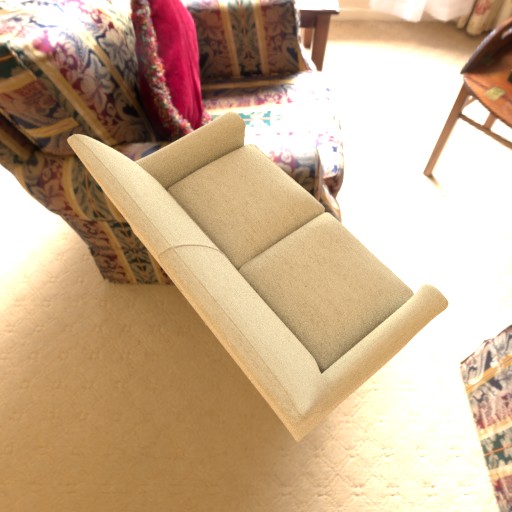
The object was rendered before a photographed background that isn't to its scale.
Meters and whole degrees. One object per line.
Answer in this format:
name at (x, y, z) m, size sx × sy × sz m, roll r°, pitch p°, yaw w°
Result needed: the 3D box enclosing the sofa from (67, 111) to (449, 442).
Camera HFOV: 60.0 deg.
sofa at (0.000, 0.000, 2.067) m, size 0.891 × 0.892 × 1.482 m, roll -33°, pitch 63°, yaw -19°
